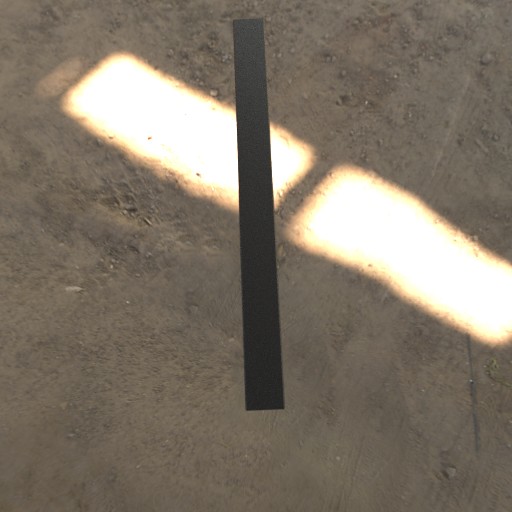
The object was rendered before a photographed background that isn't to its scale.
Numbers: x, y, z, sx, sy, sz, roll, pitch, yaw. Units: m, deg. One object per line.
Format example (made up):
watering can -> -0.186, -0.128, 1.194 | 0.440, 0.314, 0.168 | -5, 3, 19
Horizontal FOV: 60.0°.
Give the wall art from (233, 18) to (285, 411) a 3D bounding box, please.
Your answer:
wall art -> 0.000, 0.000, 0.748 | 0.039, 0.555, 0.449 | -2, 75, -1
